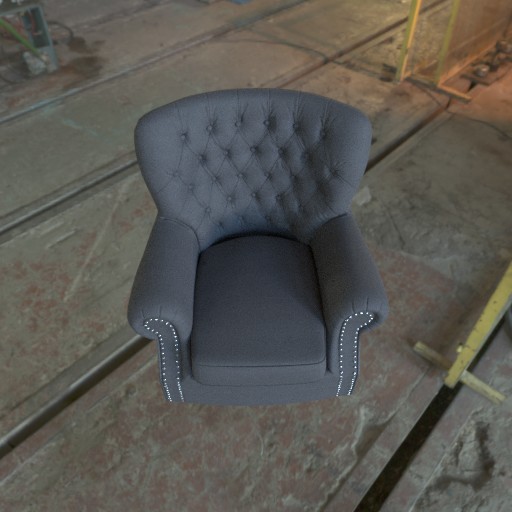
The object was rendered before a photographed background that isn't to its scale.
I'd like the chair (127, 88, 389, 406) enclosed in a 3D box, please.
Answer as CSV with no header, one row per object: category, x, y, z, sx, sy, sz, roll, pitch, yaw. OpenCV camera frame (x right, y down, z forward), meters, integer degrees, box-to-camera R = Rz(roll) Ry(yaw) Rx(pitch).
chair,0.000,0.000,1.865,0.983,1.046,0.983,-2,47,-1
